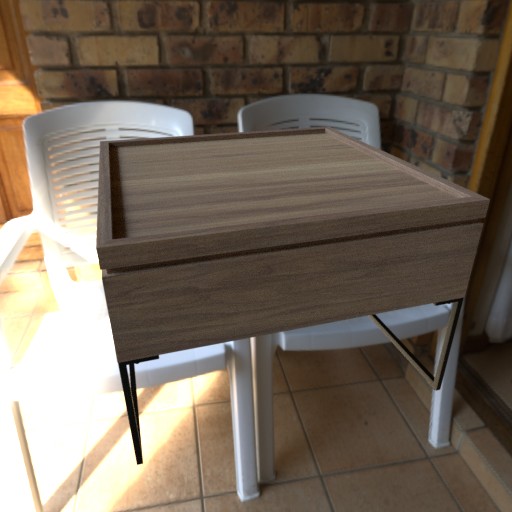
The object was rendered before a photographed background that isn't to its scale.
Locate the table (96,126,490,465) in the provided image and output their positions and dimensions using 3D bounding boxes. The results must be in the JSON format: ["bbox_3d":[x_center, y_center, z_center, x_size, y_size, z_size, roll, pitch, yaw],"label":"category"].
[{"bbox_3d":[0.000,0.000,1.104,0.679,0.464,0.676,-8,29,-15],"label":"table"}]
